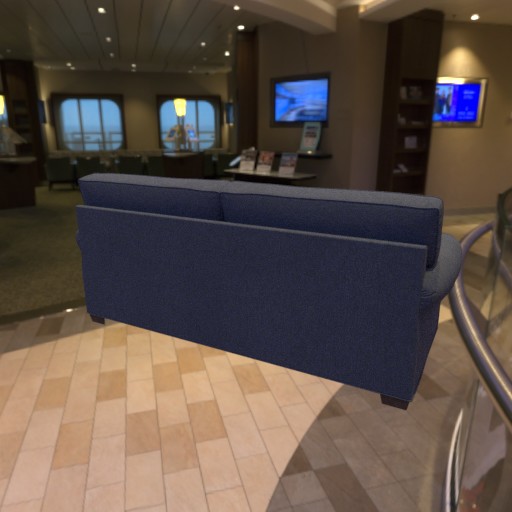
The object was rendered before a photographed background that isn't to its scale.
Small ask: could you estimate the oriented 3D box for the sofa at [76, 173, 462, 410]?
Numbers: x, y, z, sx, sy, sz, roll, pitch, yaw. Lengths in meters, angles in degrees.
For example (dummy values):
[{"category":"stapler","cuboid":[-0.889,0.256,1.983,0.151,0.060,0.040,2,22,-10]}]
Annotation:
[{"category":"sofa","cuboid":[0.000,0.000,2.864,2.391,1.026,0.954,9,19,27]}]
